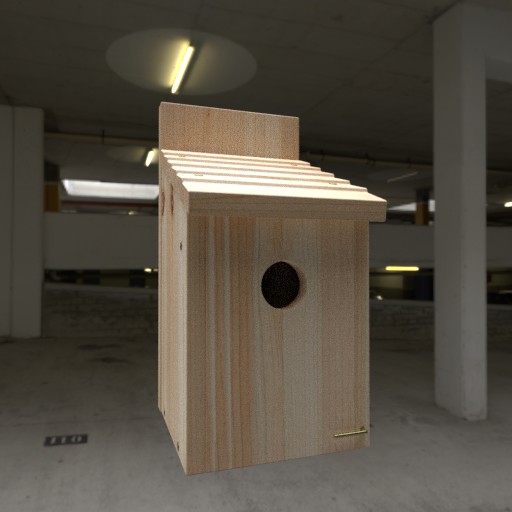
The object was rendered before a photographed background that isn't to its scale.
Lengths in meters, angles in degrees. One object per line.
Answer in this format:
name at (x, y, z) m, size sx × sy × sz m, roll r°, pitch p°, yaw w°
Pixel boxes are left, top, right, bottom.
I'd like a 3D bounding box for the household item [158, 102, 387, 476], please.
household item at (0.000, 0.000, 0.385) m, size 0.149 × 0.300 × 0.171 m, roll 0°, pitch -1°, yaw -19°
